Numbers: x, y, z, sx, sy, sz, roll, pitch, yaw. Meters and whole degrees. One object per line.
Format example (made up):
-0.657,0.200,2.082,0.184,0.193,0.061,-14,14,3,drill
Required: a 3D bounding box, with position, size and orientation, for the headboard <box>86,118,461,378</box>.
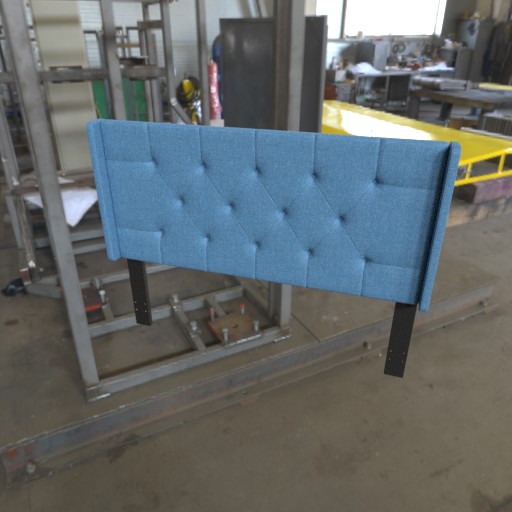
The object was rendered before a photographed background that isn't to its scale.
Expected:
0.000,0.000,2.740,2.051,1.524,0.184,8,28,16,headboard
